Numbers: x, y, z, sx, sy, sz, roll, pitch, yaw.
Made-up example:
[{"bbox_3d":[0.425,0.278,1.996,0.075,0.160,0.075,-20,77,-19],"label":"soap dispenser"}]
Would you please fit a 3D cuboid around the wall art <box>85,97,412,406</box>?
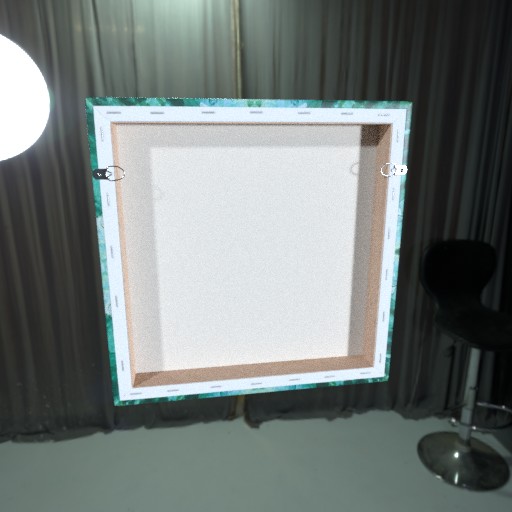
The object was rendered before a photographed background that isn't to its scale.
[{"bbox_3d":[0.000,0.000,0.472,0.313,0.313,0.033,-2,15,-9],"label":"wall art"}]
